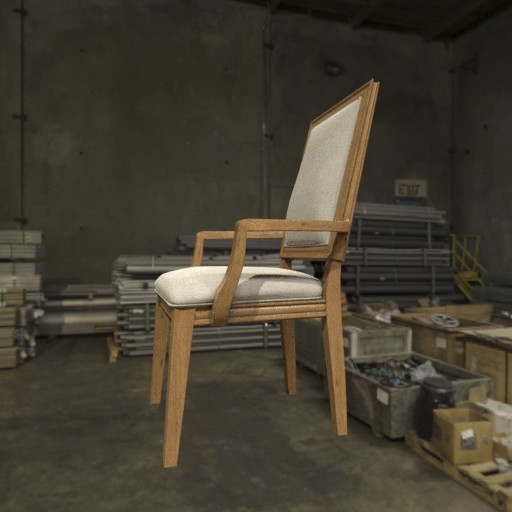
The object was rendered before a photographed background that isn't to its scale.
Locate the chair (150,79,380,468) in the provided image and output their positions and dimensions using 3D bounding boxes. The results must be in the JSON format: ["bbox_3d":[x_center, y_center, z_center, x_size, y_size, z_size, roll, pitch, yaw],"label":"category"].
[{"bbox_3d":[0.000,0.000,1.359,0.602,0.990,0.606,0,0,-17],"label":"chair"}]
